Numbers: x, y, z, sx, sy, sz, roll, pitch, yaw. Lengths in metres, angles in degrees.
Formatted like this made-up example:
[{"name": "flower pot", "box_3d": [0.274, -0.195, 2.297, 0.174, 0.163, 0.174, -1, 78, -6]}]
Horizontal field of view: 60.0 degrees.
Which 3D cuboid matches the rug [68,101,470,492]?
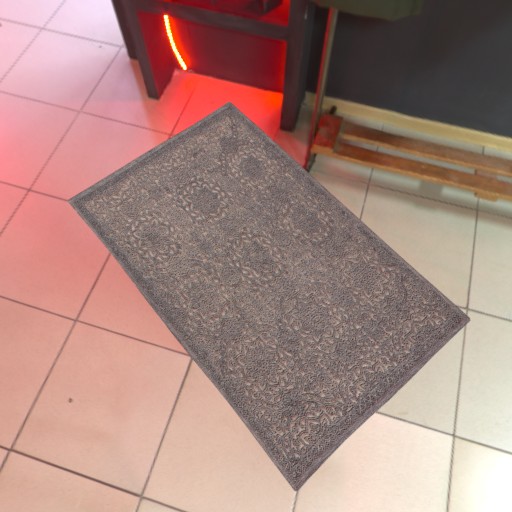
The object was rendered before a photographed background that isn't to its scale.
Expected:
[{"name": "rug", "box_3d": [0.000, 0.000, 3.065, 1.535, 0.022, 2.498, -37, 69, -17]}]
